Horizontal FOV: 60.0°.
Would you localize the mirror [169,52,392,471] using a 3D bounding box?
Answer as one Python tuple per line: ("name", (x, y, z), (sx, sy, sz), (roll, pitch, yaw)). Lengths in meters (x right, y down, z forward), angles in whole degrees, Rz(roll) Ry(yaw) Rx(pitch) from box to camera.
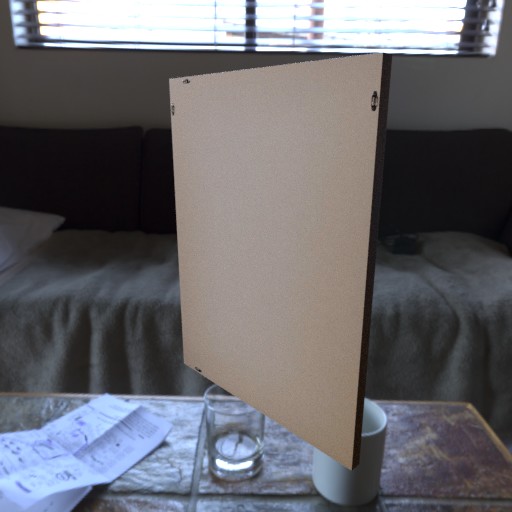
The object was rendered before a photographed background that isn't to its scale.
("mirror", (0.000, 0.000, 1.300), (0.040, 1.016, 0.762), (-15, 23, -42))
